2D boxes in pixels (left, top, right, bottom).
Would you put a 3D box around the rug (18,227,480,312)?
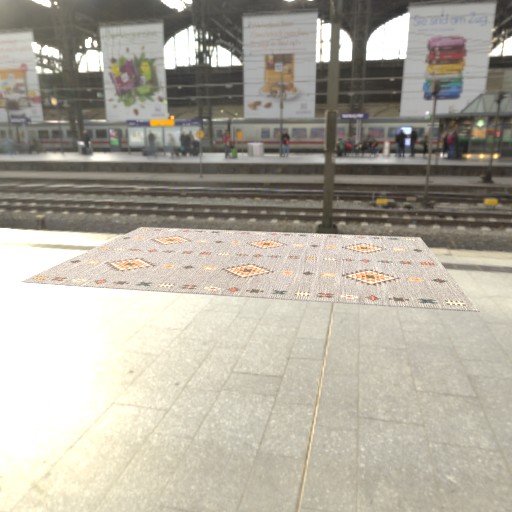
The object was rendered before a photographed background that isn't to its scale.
[{"bbox_3d":[0.000,0.000,2.290,1.818,0.005,1.217,3,15,10],"label":"rug"}]
